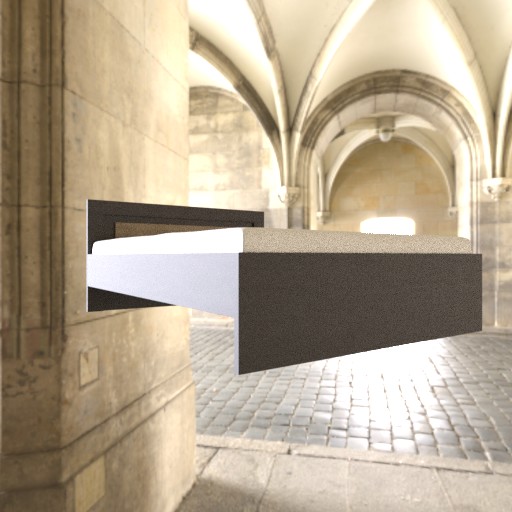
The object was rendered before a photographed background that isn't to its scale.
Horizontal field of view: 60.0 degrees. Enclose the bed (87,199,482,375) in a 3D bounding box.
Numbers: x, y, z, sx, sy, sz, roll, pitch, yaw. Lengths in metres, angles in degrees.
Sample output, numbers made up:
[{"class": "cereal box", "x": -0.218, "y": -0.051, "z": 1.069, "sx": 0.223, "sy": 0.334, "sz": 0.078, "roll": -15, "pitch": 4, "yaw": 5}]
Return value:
[{"class": "bed", "x": 0.000, "y": 0.000, "z": 2.832, "sx": 1.585, "sy": 0.823, "sz": 2.073, "roll": 0, "pitch": 0, "yaw": -35}]
